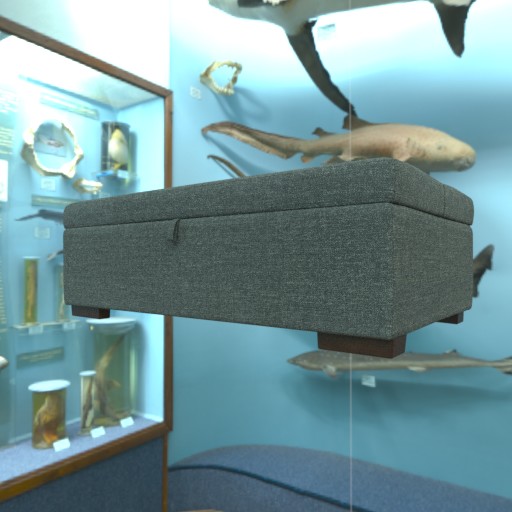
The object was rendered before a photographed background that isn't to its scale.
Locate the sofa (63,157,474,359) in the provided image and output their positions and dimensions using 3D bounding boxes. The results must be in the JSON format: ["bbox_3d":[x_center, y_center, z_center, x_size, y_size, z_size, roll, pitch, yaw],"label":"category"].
[{"bbox_3d":[0.000,0.000,1.503,1.198,0.417,0.782,0,-1,37],"label":"sofa"}]
